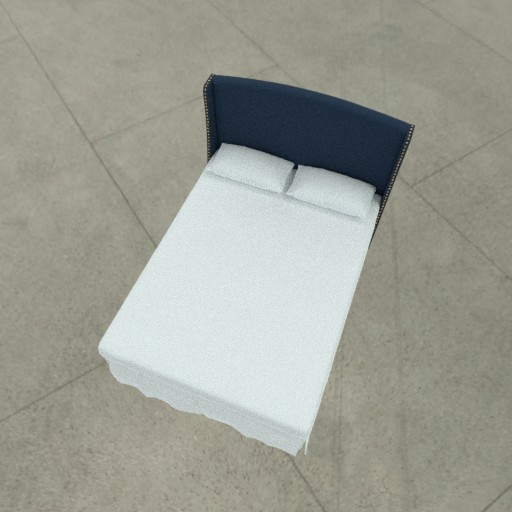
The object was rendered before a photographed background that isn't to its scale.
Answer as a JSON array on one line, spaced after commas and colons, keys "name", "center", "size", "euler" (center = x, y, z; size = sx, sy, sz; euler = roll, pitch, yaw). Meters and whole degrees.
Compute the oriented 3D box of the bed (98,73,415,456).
[{"name": "bed", "center": [0.000, 0.000, 3.301], "size": [1.604, 1.402, 2.223], "euler": [18, 60, 11]}]
